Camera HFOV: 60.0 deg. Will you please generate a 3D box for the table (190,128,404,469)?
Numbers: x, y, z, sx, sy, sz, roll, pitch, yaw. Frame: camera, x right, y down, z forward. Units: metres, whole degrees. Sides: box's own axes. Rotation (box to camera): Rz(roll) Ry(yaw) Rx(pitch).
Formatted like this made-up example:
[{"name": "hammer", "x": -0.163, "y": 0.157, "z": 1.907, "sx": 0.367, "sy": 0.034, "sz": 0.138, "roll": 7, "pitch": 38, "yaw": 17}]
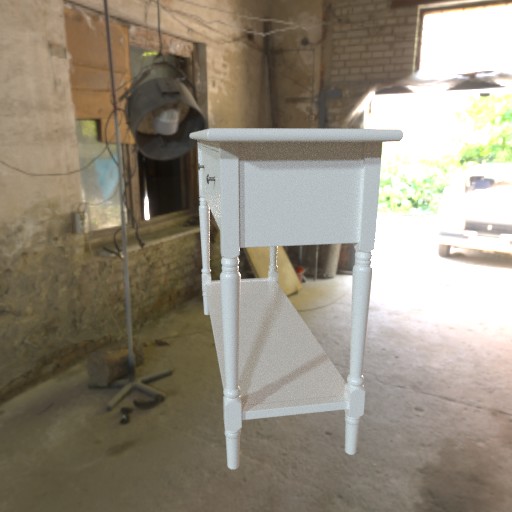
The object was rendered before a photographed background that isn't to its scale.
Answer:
[{"name": "table", "x": 0.000, "y": 0.000, "z": 1.508, "sx": 0.386, "sy": 0.814, "sz": 1.191, "roll": -3, "pitch": 15, "yaw": -9}]
